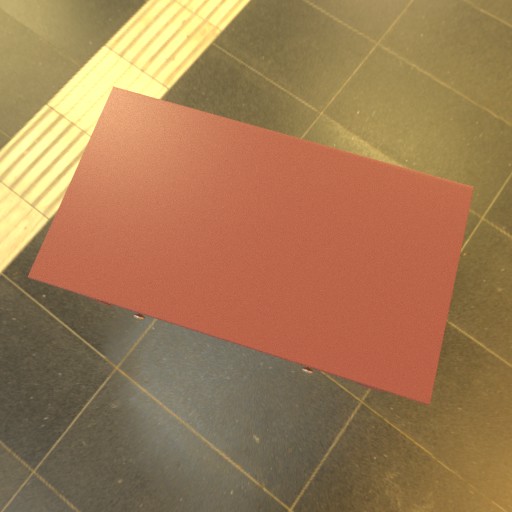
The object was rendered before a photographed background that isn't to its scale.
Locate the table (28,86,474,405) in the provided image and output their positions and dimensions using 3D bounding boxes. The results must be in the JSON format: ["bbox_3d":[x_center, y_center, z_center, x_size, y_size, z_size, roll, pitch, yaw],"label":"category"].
[{"bbox_3d":[0.000,0.000,1.426,1.068,0.493,0.612,17,76,4],"label":"table"}]
